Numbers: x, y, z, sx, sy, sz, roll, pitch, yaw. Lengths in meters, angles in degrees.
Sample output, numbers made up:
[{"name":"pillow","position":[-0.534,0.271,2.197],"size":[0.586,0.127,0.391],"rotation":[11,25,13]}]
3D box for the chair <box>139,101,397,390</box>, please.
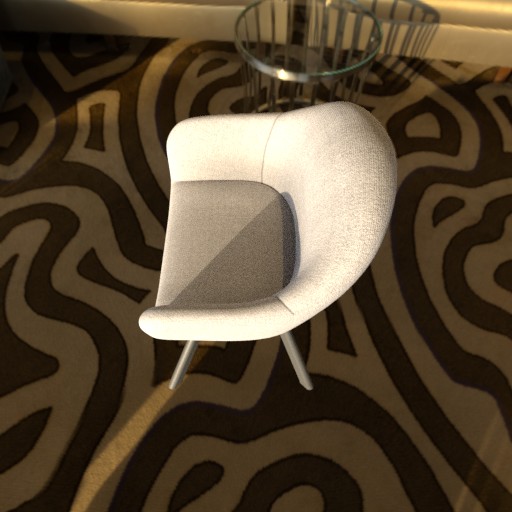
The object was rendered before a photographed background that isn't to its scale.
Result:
[{"name":"chair","position":[0.000,0.000,1.189],"size":[0.550,0.795,0.590],"rotation":[0,58,0]}]
